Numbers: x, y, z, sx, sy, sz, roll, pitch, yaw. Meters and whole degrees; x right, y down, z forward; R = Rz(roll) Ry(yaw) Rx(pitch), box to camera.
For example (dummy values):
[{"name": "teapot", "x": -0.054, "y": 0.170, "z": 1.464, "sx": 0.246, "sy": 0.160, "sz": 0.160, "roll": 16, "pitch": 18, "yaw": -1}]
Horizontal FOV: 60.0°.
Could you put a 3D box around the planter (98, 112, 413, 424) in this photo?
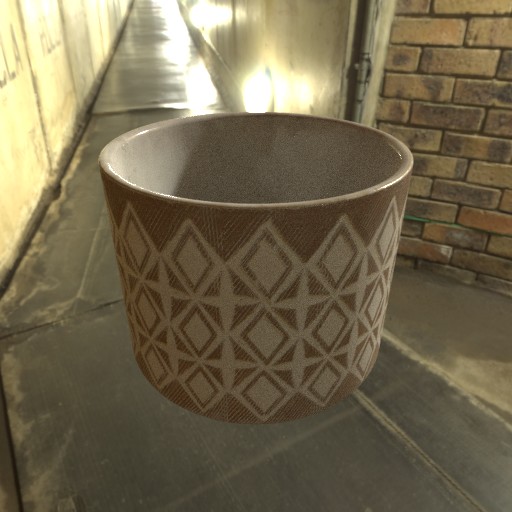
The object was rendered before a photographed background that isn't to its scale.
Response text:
[{"name": "planter", "x": 0.000, "y": 0.000, "z": 0.325, "sx": 0.193, "sy": 0.165, "sz": 0.193, "roll": 0, "pitch": 30, "yaw": 0}]
